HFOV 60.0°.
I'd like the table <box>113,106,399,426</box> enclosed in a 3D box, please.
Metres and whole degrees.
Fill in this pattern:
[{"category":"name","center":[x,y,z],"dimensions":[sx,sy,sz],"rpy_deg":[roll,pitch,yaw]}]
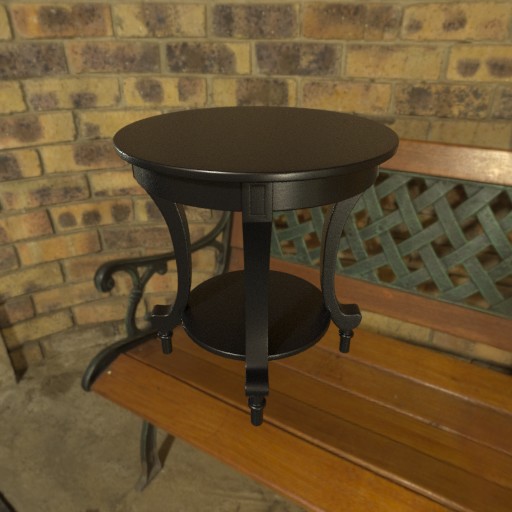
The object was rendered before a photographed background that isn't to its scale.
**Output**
[{"category":"table","center":[0.000,0.000,1.105],"dimensions":[0.597,0.618,0.597],"rpy_deg":[0,28,0]}]
